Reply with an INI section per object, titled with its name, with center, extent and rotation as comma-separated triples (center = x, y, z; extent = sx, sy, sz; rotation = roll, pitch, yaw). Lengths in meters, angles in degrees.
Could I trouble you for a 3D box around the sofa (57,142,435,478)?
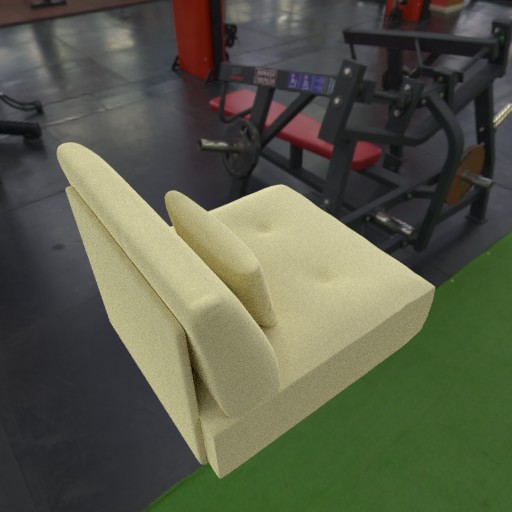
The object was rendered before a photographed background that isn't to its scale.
[sofa]
center = 0.000, 0.000, 1.632
extent = 1.000, 0.820, 0.930
rotation = -26, 47, -26
